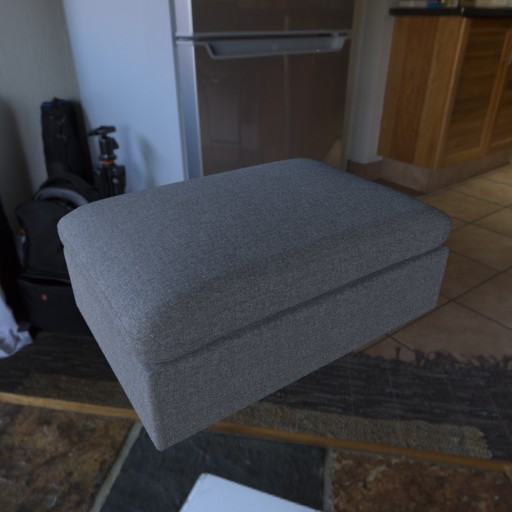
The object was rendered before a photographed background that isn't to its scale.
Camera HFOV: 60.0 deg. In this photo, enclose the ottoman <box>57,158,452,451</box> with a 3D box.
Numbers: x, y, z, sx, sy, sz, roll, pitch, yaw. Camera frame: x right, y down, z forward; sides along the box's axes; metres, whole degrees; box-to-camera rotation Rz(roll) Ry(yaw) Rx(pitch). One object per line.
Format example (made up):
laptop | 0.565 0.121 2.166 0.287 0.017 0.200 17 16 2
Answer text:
ottoman | 0.000 0.000 1.437 1.041 0.483 0.711 -18 34 -29
